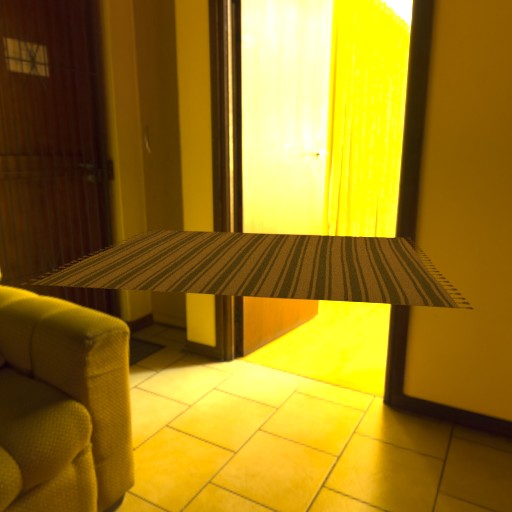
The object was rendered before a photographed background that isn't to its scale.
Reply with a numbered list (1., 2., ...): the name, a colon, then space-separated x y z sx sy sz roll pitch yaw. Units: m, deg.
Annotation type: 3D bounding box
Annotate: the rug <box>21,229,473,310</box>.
1. rug: 0.000 0.000 4.191 3.201 0.005 2.439 2 13 10
